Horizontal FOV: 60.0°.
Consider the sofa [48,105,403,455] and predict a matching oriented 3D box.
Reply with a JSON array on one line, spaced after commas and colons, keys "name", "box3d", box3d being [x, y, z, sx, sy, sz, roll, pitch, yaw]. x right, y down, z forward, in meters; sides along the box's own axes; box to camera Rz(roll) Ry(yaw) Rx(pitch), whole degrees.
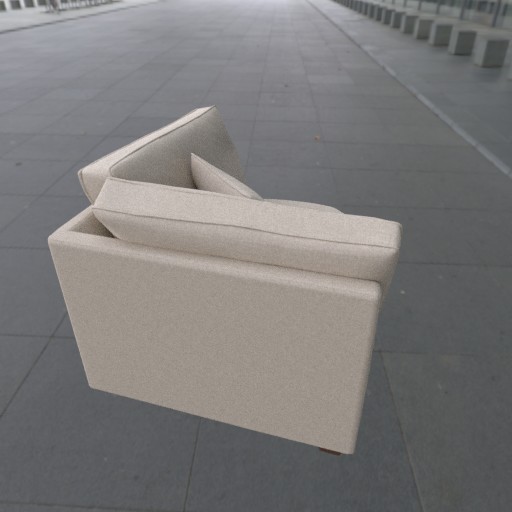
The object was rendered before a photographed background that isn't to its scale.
[{"name": "sofa", "box3d": [0.000, 0.000, 1.811, 1.050, 0.937, 1.042, 10, 33, 15]}]
